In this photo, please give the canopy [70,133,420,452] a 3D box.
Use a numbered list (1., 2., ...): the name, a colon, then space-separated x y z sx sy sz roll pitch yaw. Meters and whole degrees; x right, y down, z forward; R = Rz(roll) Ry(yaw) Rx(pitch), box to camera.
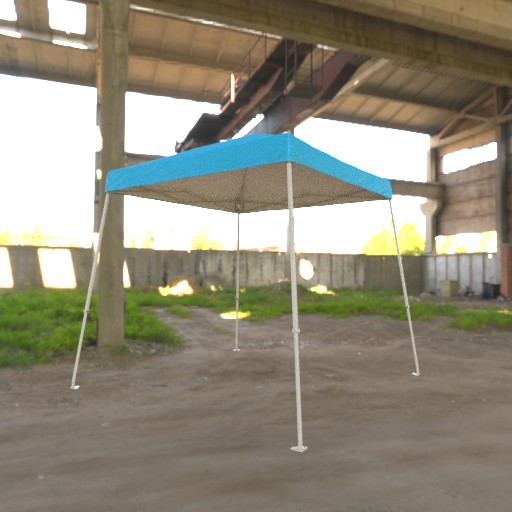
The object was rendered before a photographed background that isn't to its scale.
1. canopy: 0.000 0.000 6.450 3.600 3.600 3.599 -1 -2 36
